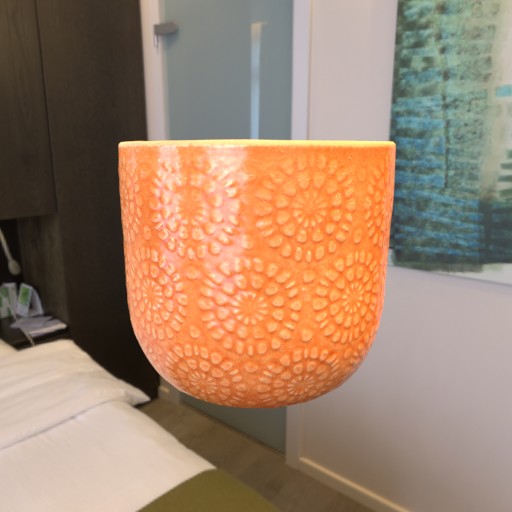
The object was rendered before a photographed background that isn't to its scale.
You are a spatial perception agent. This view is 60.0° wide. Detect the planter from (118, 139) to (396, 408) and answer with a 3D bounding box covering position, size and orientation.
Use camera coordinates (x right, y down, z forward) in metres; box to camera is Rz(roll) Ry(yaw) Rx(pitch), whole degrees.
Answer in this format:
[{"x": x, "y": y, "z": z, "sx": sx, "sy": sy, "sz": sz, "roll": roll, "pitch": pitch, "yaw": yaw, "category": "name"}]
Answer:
[{"x": 0.000, "y": 0.000, "z": 0.292, "sx": 0.170, "sy": 0.152, "sz": 0.170, "roll": 0, "pitch": 13, "yaw": 0, "category": "planter"}]
